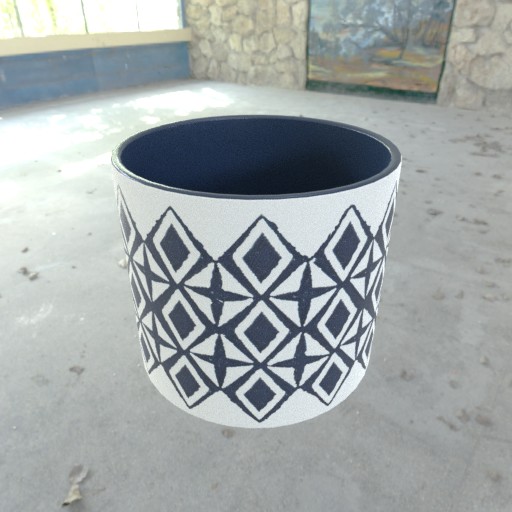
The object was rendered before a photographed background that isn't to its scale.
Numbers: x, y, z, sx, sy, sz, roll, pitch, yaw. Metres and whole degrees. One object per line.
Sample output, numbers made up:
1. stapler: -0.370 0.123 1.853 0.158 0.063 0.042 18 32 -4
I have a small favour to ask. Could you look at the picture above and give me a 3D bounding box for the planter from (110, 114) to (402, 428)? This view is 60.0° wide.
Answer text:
1. planter: 0.000 0.000 0.401 0.224 0.203 0.224 0 30 0
